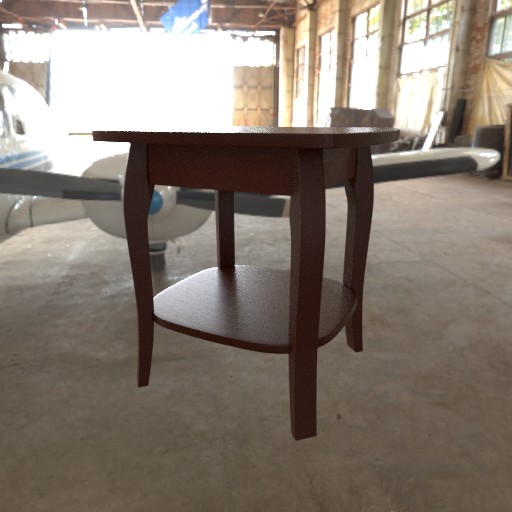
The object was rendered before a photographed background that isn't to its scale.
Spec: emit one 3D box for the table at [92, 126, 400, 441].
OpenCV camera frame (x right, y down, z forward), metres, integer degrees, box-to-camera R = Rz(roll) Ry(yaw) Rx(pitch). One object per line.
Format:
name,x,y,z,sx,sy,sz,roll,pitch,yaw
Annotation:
table,0.000,0.000,0.897,0.502,0.496,0.433,9,19,26
